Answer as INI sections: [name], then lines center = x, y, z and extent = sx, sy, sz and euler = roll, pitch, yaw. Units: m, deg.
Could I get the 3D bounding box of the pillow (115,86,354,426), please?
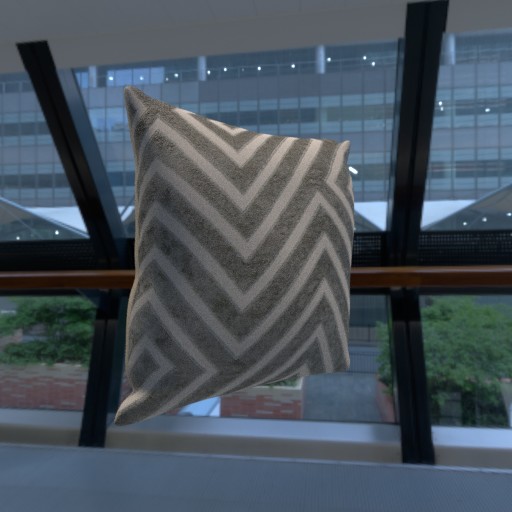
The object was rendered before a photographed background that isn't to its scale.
[pillow]
center = 0.000, 0.000, 0.693
extent = 0.440, 0.441, 0.182
euler = 0, 0, -37
